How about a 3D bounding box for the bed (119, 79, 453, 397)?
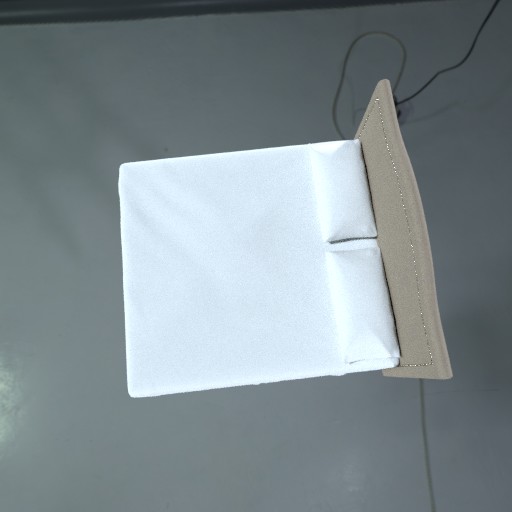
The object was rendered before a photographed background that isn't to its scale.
[{"bbox_3d":[0.000,0.000,3.473,2.182,1.421,2.083,-6,76,-2],"label":"bed"}]
